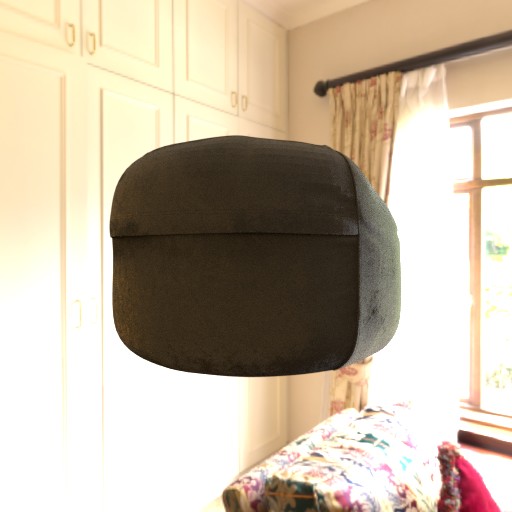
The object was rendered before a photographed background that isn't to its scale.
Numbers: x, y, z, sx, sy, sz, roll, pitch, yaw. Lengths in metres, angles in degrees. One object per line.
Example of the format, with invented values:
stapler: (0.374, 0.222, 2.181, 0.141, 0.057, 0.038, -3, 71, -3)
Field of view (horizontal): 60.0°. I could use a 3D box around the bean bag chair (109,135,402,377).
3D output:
bean bag chair: (0.000, 0.000, 1.462, 0.918, 0.605, 0.918, 0, 1, 0)
